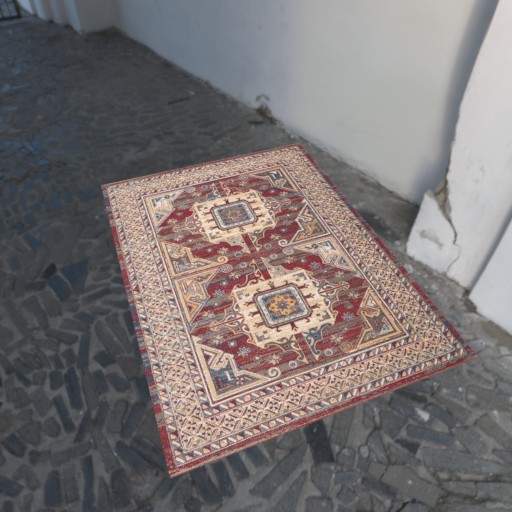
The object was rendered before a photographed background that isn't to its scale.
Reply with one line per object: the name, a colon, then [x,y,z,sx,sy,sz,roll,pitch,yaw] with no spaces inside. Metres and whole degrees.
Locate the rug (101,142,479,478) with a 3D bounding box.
rug: [0.000,0.000,4.089,2.381,0.013,3.197,-16,48,-14]
